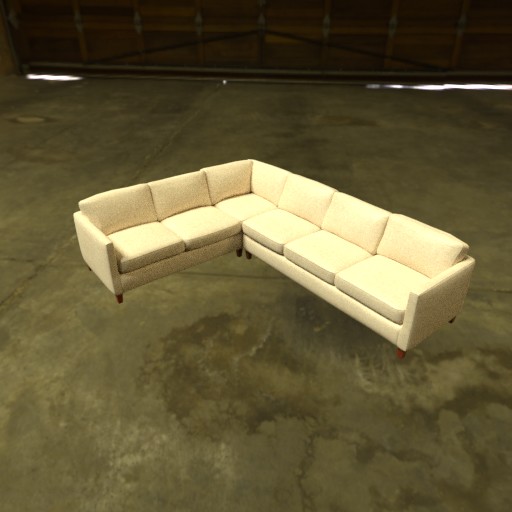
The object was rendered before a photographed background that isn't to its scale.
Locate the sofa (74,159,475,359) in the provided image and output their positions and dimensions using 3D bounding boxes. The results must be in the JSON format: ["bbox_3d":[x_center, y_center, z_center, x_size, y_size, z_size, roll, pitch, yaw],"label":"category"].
[{"bbox_3d":[0.000,0.000,4.546,2.593,0.947,3.302,-22,36,-33],"label":"sofa"}]
